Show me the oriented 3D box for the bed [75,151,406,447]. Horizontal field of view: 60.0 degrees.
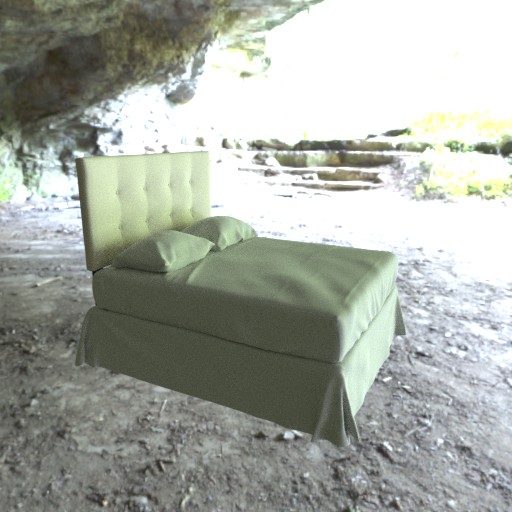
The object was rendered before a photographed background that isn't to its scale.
[{"bbox_3d":[0.000,0.000,3.567,2.222,1.577,1.936,8,17,27],"label":"bed"}]
